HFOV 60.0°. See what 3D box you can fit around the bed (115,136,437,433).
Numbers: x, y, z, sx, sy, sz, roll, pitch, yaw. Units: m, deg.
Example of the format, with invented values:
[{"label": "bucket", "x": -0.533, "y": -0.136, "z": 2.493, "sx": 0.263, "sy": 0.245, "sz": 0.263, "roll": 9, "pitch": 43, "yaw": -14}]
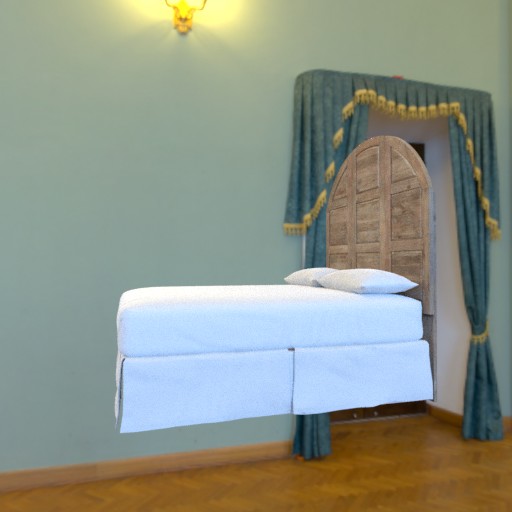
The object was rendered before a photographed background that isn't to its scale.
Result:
[{"label": "bed", "x": 0.000, "y": 0.000, "z": 3.500, "sx": 2.112, "sy": 2.002, "sz": 1.713, "roll": 0, "pitch": -1, "yaw": -16}]
